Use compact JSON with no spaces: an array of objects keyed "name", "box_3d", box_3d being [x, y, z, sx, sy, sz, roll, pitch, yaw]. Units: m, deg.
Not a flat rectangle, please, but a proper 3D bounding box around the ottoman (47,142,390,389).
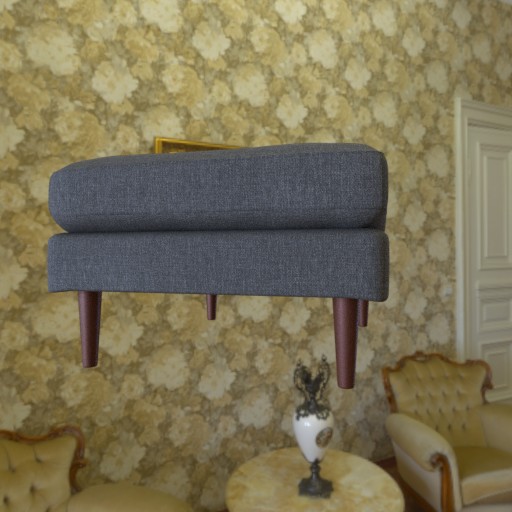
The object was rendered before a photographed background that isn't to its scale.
[{"name":"ottoman","box_3d":[0.000,0.000,1.219,0.693,0.474,0.821,0,0,16]}]
